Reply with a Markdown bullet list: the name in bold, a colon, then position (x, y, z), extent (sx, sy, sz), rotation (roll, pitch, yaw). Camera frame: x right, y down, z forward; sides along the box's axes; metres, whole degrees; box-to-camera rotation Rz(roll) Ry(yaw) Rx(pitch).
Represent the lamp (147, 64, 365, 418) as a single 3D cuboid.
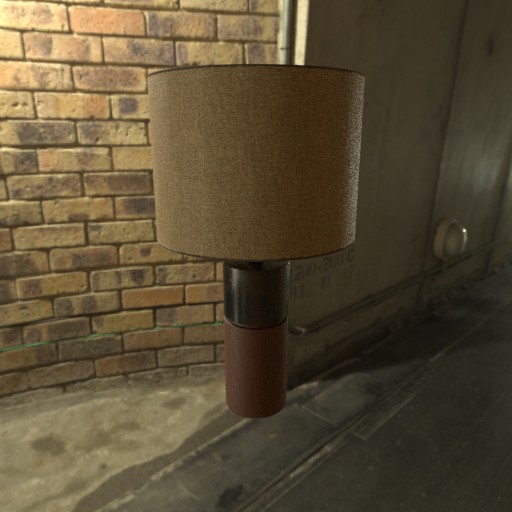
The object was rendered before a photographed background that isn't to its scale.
- **lamp**: position (0.000, 0.000, 0.469), extent (0.202, 0.350, 0.202), rotation (0, 16, 0)
